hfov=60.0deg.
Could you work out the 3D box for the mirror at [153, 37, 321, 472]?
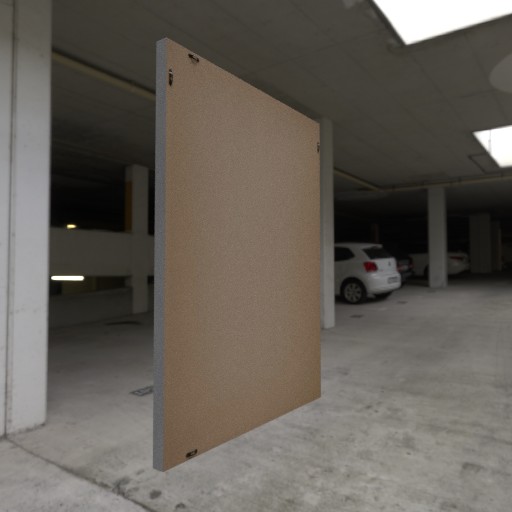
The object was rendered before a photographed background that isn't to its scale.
[{"bbox_3d":[0.000,0.000,1.351,0.041,1.016,0.762,-2,-3,36],"label":"mirror"}]
